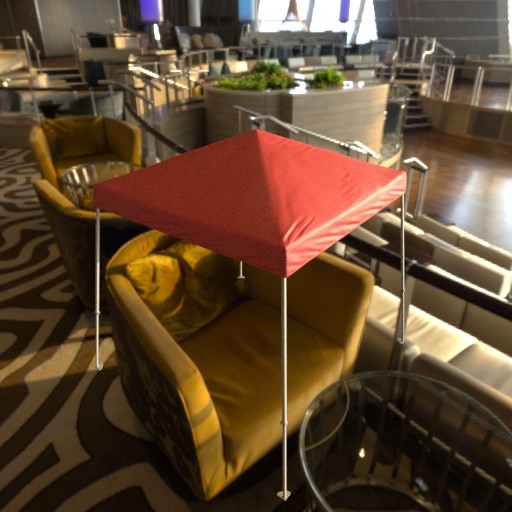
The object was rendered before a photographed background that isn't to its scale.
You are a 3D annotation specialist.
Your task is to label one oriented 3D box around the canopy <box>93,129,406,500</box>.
[{"bbox_3d":[0.000,0.000,6.407,3.599,3.600,3.600,20,34,33],"label":"canopy"}]
